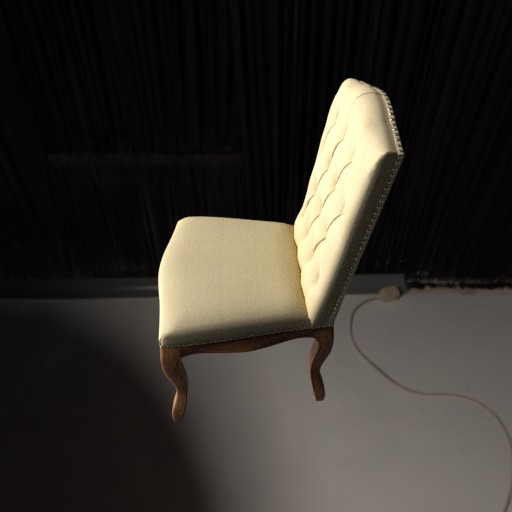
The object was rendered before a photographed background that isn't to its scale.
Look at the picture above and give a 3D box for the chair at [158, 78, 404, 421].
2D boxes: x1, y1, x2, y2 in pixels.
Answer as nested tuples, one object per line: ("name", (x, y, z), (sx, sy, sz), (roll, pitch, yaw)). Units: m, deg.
("chair", (0.000, 0.000, 1.570), (0.715, 1.165, 0.623), (-1, 42, -1))
